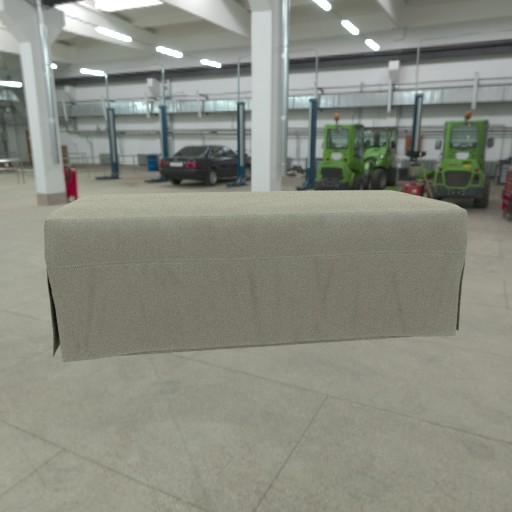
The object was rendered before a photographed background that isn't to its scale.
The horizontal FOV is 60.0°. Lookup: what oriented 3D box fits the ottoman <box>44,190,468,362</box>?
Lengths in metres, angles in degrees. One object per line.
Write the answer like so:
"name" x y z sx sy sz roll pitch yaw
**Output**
"ottoman" 0.000 0.000 1.709 1.388 0.457 0.665 -2 15 -8
